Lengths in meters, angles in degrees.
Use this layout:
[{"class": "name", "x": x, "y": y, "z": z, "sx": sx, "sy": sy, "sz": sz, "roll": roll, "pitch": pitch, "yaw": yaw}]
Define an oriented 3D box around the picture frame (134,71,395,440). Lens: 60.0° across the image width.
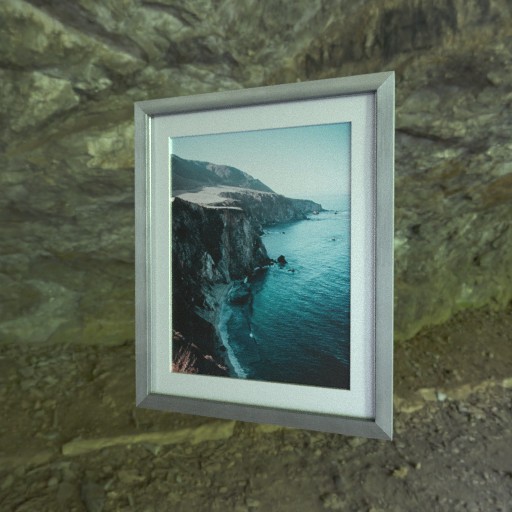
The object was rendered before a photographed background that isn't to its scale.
[{"class": "picture frame", "x": 0.000, "y": 0.000, "z": 0.758, "sx": 0.449, "sy": 0.555, "sz": 0.046, "roll": 0, "pitch": 1, "yaw": 18}]
